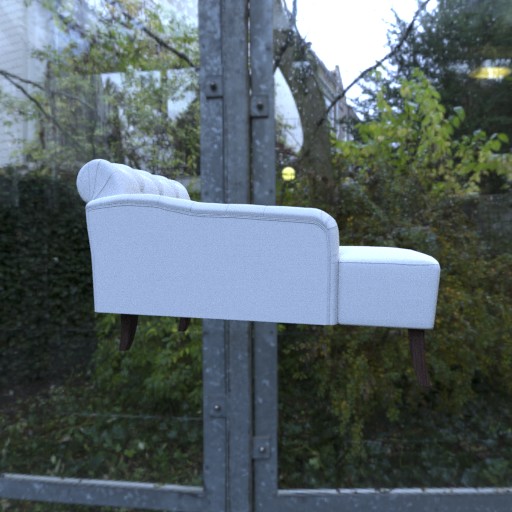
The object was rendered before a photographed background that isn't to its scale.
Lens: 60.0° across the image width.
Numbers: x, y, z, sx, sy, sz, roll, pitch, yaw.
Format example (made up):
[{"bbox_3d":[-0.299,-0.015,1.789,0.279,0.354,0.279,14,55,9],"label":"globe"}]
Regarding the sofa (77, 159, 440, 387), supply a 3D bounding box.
[{"bbox_3d":[0.000,0.000,1.826,1.379,0.787,0.675,0,0,20],"label":"sofa"}]
